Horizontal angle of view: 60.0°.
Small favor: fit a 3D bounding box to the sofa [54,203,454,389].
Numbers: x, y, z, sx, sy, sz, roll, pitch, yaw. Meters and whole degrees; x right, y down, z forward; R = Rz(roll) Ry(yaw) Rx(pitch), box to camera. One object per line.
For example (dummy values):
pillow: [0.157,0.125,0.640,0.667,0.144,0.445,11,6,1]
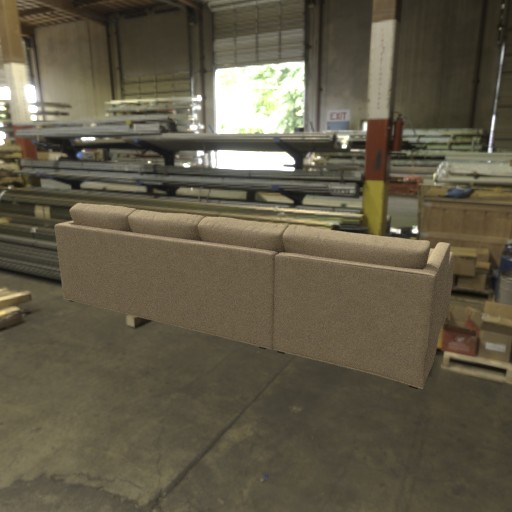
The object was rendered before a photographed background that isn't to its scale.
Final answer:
sofa: [0.000,0.000,3.958,3.198,0.920,1.638,8,17,27]
